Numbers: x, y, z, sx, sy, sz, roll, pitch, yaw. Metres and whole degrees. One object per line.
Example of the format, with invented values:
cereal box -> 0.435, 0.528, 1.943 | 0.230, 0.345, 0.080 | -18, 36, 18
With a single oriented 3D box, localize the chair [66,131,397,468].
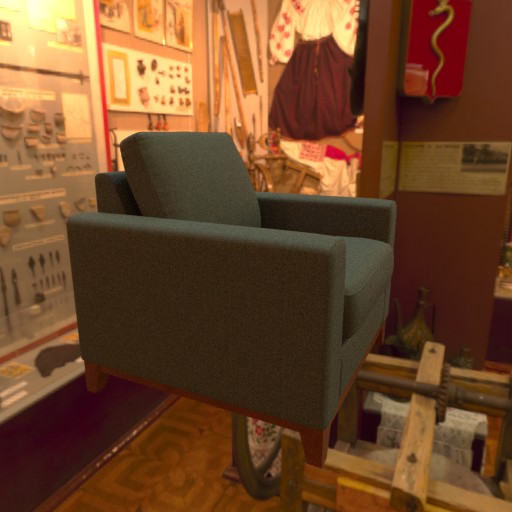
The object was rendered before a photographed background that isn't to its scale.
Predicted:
chair -> 0.000, 0.000, 1.861 | 1.038, 1.010, 1.024 | 7, 17, 25
